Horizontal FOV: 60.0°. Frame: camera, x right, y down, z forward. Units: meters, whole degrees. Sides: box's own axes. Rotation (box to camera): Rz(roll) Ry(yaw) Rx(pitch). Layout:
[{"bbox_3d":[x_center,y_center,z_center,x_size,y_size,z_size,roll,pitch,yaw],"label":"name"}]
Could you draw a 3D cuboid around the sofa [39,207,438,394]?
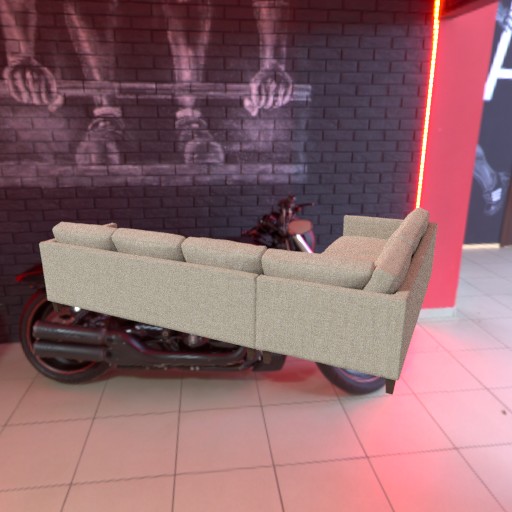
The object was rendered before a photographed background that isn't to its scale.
[{"bbox_3d":[0.000,0.000,4.436,3.182,0.863,2.432,8,19,24],"label":"sofa"}]
